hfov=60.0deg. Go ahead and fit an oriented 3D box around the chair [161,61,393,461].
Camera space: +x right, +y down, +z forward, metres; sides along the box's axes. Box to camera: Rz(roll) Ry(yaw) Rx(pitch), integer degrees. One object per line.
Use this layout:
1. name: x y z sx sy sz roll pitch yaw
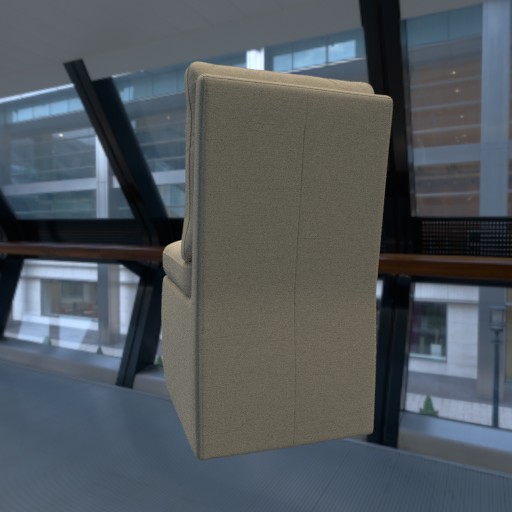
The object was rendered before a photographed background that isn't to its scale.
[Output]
1. chair: 0.000 0.000 1.331 0.503 0.927 0.698 -1 2 -18
